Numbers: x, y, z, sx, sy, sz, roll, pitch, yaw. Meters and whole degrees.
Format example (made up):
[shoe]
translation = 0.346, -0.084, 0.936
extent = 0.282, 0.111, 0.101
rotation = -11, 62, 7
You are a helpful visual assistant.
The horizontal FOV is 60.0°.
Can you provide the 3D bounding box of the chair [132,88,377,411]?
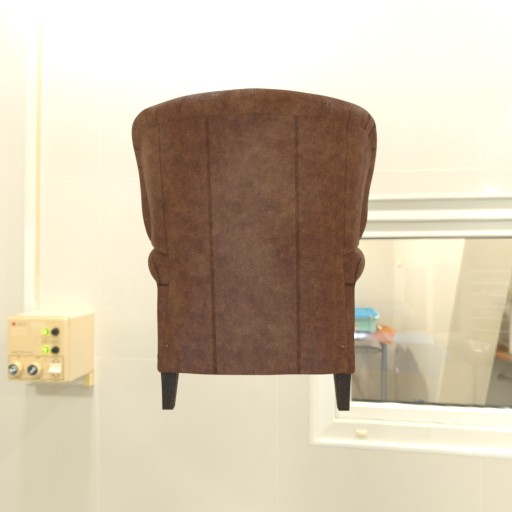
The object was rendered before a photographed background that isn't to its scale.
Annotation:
[chair]
translation = 0.000, 0.000, 1.967
extent = 0.951, 1.164, 1.059
rotation = 0, 0, 1
